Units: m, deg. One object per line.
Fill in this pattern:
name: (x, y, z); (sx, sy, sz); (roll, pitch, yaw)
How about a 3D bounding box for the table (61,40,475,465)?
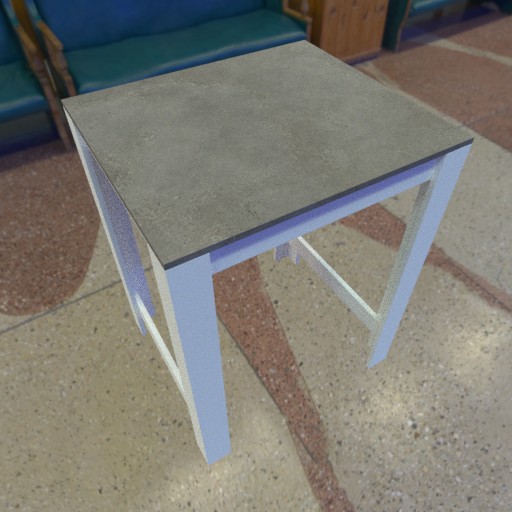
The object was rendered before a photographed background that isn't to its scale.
table: (0.000, 0.000, 1.493); (0.800, 1.020, 0.700); (-24, 51, -21)
